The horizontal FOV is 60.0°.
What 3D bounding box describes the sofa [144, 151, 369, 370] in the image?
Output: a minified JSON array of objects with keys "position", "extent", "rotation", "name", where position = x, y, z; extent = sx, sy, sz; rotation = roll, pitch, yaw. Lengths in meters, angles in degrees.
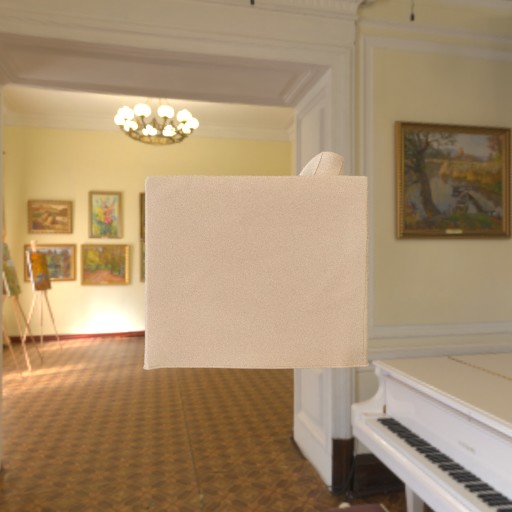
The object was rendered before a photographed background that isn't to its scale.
[{"position":[0.000,0.000,3.313],"extent":[1.036,0.999,2.779],"rotation":[0,0,0],"name":"sofa"}]
